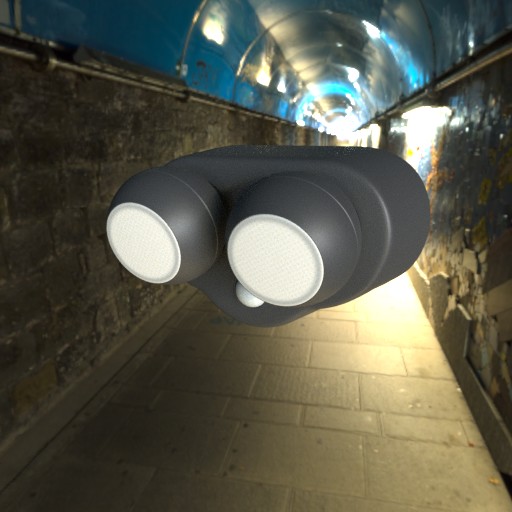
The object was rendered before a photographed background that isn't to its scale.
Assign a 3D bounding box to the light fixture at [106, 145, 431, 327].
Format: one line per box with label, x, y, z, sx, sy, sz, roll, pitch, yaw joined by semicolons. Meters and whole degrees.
light fixture;0.000;0.000;0.336;0.229;0.159;0.159;7;17;25
